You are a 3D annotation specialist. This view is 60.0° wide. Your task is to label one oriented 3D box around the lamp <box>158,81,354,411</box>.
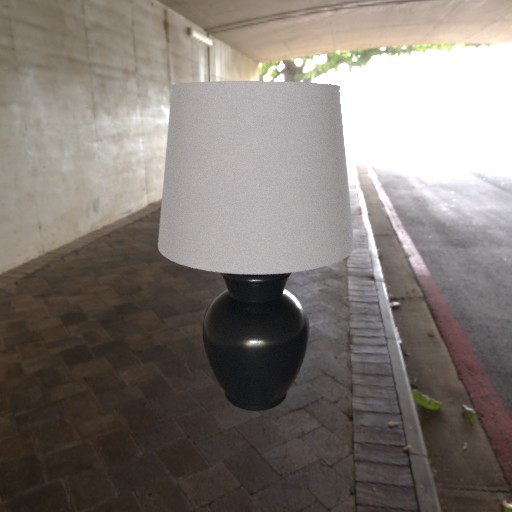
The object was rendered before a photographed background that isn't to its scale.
[{"bbox_3d":[0.000,0.000,0.559,0.239,0.399,0.239,0,18,0],"label":"lamp"}]
